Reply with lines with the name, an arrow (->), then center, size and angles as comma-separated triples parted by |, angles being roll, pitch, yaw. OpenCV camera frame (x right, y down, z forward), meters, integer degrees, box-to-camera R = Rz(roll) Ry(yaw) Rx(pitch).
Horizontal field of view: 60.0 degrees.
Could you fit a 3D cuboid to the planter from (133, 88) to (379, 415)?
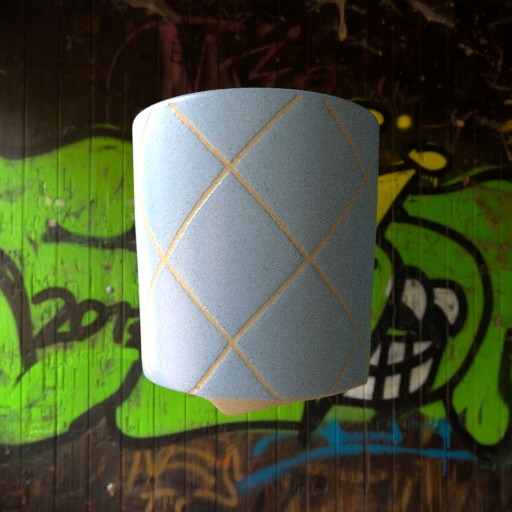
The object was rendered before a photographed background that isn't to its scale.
planter -> 0.000, 0.000, 0.422 | 0.227, 0.235, 0.227 | 0, -1, 0
